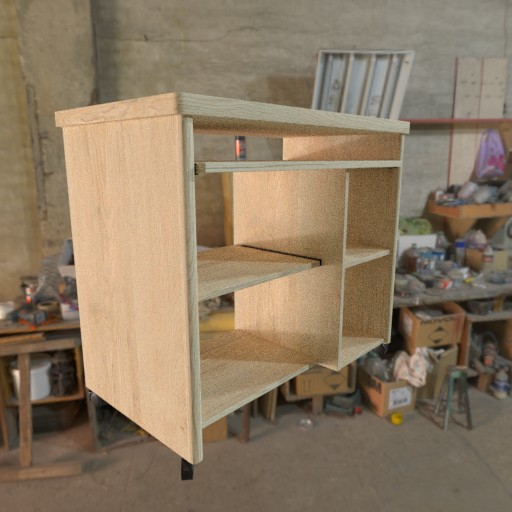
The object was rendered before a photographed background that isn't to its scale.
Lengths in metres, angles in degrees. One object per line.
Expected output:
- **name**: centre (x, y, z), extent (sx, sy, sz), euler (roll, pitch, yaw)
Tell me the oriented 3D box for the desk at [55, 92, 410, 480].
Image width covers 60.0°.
- **desk**: centre (0.000, 0.000, 1.287), extent (0.480, 0.770, 0.885), euler (12, 17, 42)
